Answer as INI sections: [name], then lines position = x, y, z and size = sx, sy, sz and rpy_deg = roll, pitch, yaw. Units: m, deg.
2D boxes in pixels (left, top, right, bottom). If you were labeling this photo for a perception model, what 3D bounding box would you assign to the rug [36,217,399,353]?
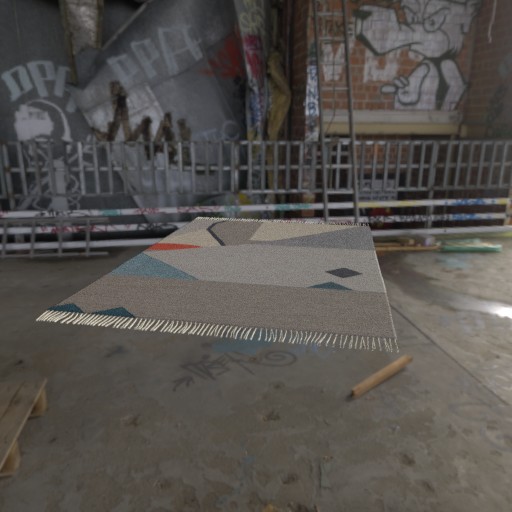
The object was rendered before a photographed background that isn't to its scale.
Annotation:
[rug]
position = 0.000, 0.000, 2.269
size = 1.220, 0.005, 1.828
rpy_deg = 3, 17, 10
